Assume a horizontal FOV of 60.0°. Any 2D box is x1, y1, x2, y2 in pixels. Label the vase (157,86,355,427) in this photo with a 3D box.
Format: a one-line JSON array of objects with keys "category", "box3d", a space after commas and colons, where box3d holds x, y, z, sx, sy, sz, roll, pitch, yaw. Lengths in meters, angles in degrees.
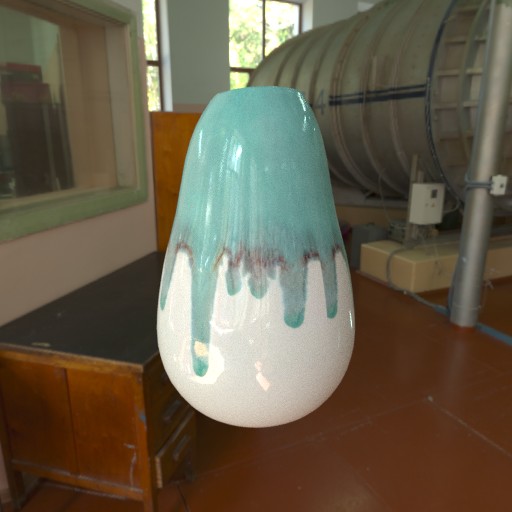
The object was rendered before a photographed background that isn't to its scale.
[{"category": "vase", "box3d": [0.000, 0.000, 0.255, 0.116, 0.179, 0.116, 0, 16, 0]}]
